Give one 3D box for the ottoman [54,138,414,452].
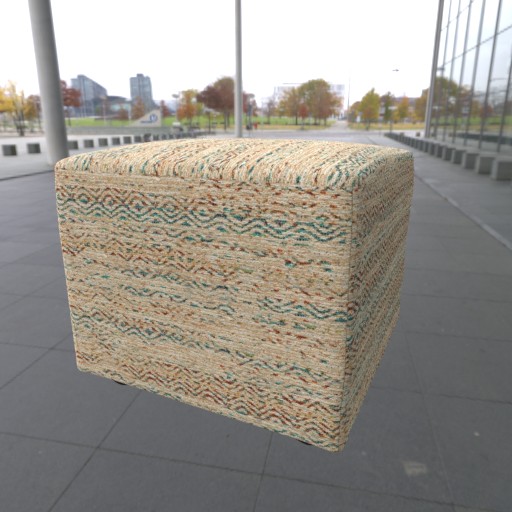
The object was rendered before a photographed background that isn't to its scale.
[{"bbox_3d":[0.000,0.000,0.887,0.521,0.453,0.512,8,19,25],"label":"ottoman"}]
